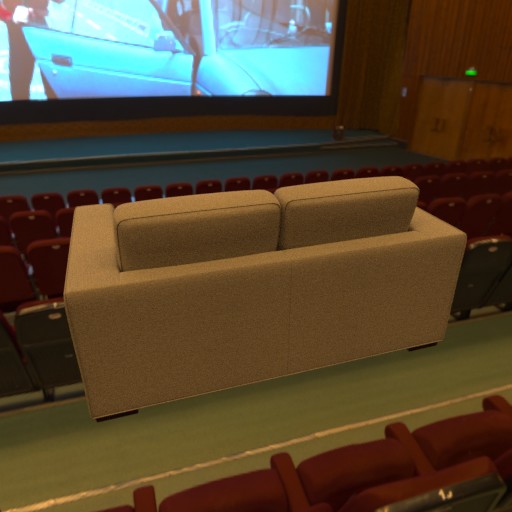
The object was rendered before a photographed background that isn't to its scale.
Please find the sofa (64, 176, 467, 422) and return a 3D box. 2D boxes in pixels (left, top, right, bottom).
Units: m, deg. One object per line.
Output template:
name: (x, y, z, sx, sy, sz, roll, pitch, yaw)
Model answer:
sofa: (0.000, 0.000, 2.392, 1.812, 0.924, 1.007, -8, 28, -16)
